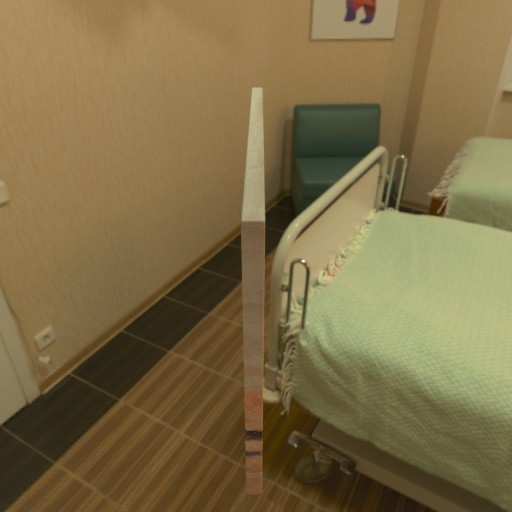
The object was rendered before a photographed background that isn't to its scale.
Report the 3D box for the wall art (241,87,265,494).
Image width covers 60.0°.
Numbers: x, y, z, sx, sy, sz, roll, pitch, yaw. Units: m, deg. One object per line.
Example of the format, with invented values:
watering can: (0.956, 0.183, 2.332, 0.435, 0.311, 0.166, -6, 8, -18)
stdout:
wall art: (0.000, 0.000, 1.328, 0.038, 0.763, 1.015, 0, 32, 0)
